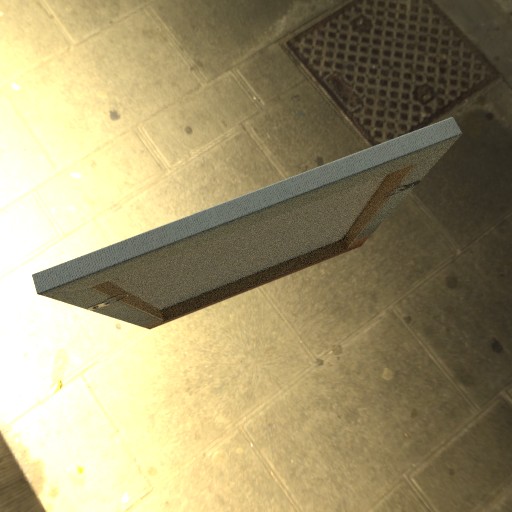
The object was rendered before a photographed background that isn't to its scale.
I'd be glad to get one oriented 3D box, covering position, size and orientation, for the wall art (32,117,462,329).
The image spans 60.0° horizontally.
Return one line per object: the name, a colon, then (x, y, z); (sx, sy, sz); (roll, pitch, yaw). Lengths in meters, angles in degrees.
wall art: (0.000, 0.000, 0.883); (0.605, 0.605, 0.034); (-21, 77, -5)
